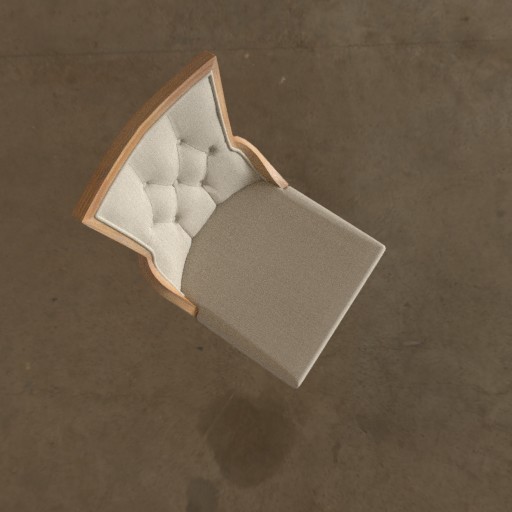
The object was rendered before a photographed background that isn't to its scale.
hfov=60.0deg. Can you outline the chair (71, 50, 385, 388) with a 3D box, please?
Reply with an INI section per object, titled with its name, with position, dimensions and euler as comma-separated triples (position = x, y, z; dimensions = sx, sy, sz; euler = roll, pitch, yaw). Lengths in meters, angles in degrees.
[chair]
position = 0.000, 0.000, 1.340
dimensions = 0.641, 0.947, 0.524
euler = 33, 79, 7
